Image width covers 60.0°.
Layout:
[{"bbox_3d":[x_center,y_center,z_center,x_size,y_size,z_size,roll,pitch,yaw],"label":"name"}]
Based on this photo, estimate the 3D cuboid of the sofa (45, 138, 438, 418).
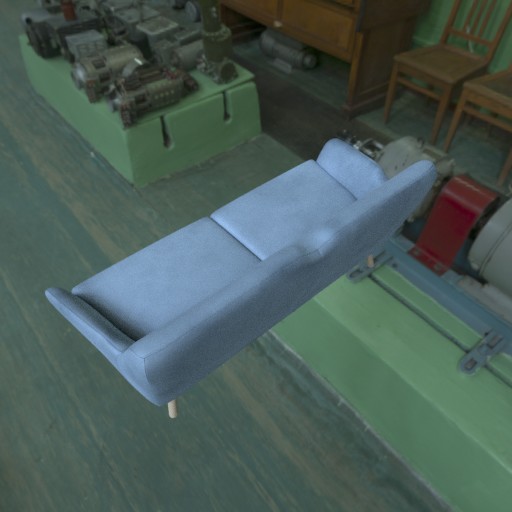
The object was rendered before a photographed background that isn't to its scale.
[{"bbox_3d":[0.000,0.000,2.289,1.870,0.810,0.850,-32,55,-26],"label":"sofa"}]
